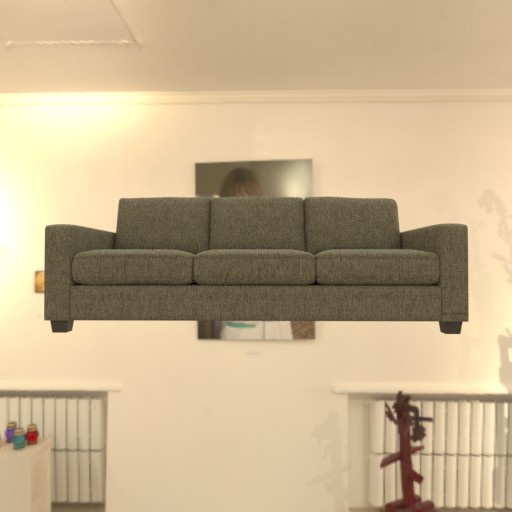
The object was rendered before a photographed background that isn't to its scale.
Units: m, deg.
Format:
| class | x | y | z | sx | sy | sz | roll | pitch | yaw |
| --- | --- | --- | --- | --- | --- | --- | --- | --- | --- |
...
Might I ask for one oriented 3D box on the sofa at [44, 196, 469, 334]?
| class | x | y | z | sx | sy | sz | roll | pitch | yaw |
| --- | --- | --- | --- | --- | --- | --- | --- | --- | --- |
| sofa | 0.000 | 0.000 | 2.676 | 2.160 | 0.800 | 0.900 | 0 | -1 | 1 |
